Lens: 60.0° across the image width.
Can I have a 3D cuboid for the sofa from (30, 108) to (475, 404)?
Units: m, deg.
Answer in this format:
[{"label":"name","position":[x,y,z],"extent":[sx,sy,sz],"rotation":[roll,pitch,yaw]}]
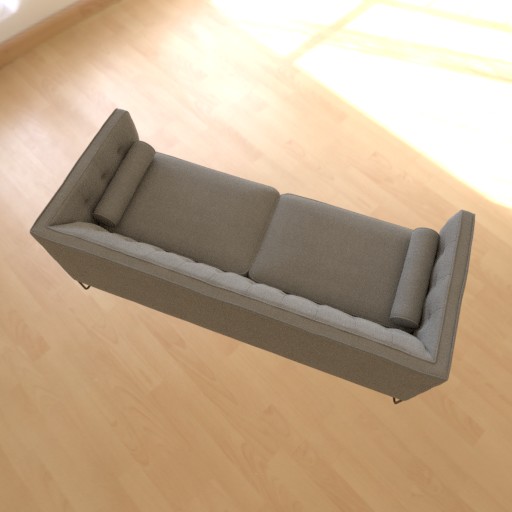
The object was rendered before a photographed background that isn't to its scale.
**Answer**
[{"label":"sofa","position":[0.000,0.000,2.544],"extent":[2.079,0.798,0.912],"rotation":[18,65,9]}]
